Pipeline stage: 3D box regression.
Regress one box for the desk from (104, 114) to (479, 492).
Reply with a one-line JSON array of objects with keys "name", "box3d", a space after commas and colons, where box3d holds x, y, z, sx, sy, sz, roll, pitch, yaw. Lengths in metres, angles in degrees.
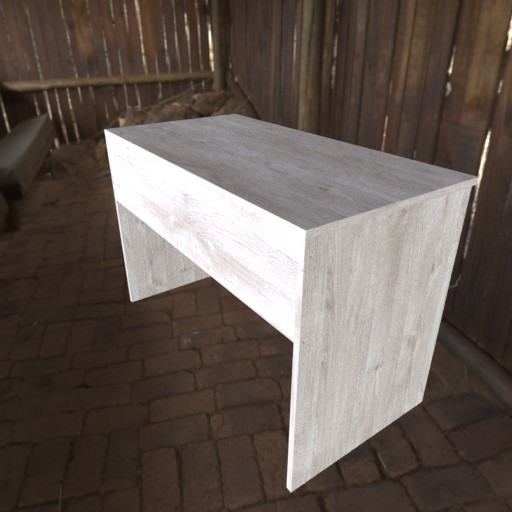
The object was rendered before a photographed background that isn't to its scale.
[{"name": "desk", "box3d": [0.000, 0.000, 1.507, 0.560, 0.730, 1.100, -18, 32, -31]}]
